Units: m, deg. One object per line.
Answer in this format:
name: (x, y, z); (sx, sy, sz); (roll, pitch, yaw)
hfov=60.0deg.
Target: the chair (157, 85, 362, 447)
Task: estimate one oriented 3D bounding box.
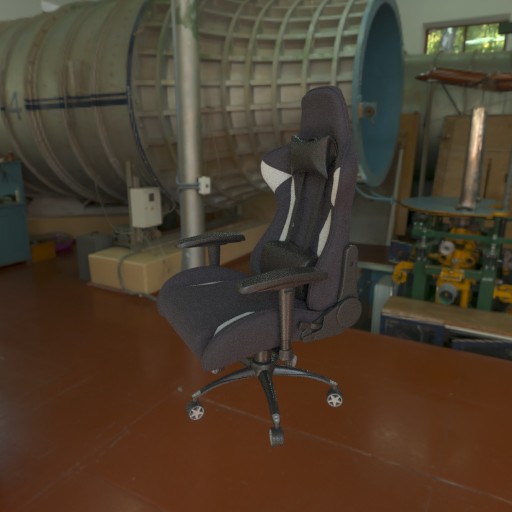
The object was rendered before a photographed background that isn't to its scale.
chair: (0.000, 0.000, 1.767); (0.695, 1.300, 0.730); (-7, 17, -26)
